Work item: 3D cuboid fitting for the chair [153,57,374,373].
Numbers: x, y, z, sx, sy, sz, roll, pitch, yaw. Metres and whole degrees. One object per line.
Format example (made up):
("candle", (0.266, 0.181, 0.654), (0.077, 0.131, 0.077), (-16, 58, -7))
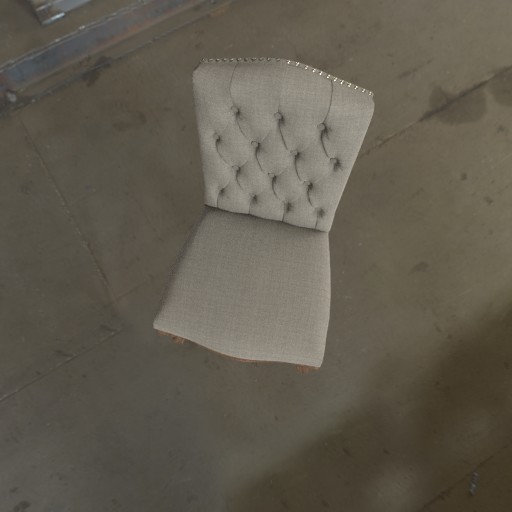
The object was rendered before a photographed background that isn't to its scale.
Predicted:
("chair", (0.000, 0.000, 1.592), (0.637, 1.191, 0.731), (13, 75, 3))
